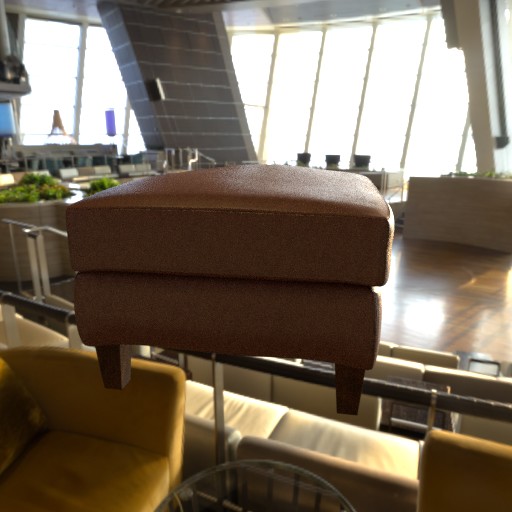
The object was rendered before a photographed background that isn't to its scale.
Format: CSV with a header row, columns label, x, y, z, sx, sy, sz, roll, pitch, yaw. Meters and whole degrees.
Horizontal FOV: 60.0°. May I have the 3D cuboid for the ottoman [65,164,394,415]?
label,x,y,z,sx,sy,sz,roll,pitch,yaw
ottoman,0.000,0.000,1.251,0.650,0.485,0.851,3,15,10
